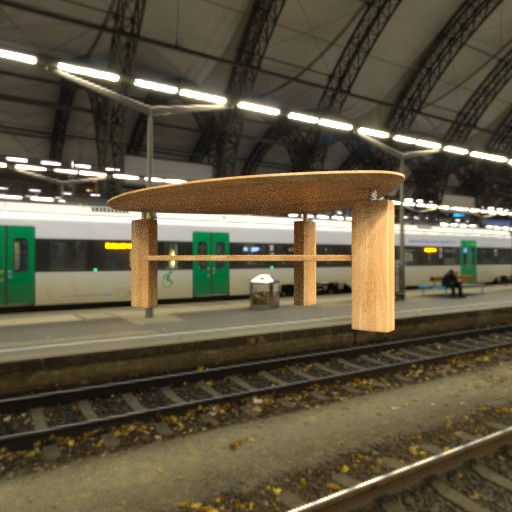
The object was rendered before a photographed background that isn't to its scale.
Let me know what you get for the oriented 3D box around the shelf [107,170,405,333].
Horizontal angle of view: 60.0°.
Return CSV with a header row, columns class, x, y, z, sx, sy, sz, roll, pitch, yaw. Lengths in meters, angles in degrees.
class,x,y,z,sx,sy,sz,roll,pitch,yaw
shelf,0.000,0.000,1.703,1.240,0.439,0.863,0,0,37
